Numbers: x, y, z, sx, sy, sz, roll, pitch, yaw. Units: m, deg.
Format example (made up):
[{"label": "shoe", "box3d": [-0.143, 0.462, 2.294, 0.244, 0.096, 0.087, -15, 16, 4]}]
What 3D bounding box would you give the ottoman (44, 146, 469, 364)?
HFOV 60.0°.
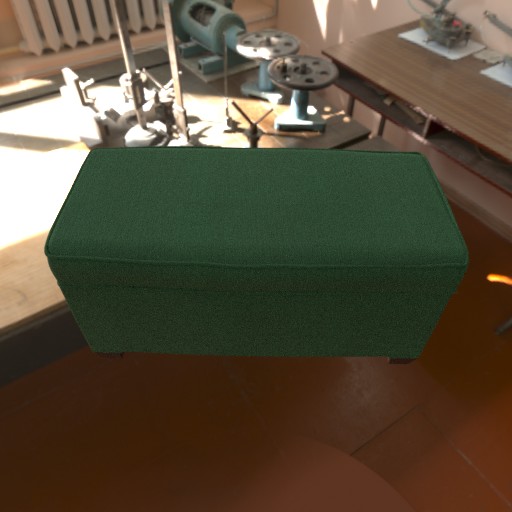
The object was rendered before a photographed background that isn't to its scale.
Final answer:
[{"label": "ottoman", "box3d": [0.000, 0.000, 1.259, 0.957, 0.471, 0.483, 1, 47, 1]}]
